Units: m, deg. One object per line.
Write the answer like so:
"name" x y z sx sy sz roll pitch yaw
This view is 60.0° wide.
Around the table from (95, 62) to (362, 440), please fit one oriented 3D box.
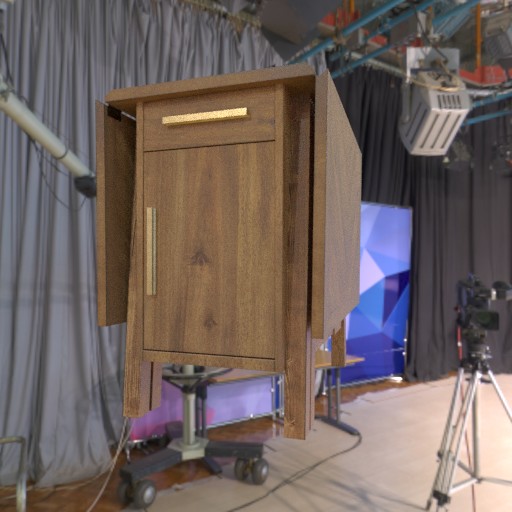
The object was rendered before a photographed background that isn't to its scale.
"table" 0.000 0.000 1.681 0.701 0.981 0.967 0 0 18
